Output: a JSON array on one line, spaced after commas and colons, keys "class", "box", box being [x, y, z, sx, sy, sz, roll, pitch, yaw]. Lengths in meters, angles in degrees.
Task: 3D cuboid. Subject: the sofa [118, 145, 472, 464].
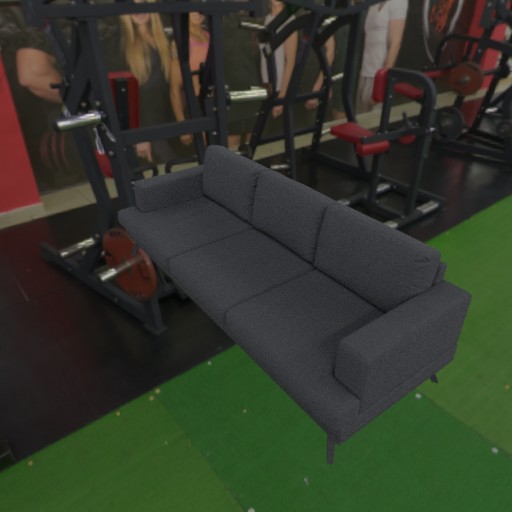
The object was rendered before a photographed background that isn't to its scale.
[{"class": "sofa", "box": [0.000, 0.000, 2.773, 0.920, 0.810, 2.310, -22, 38, -30]}]
